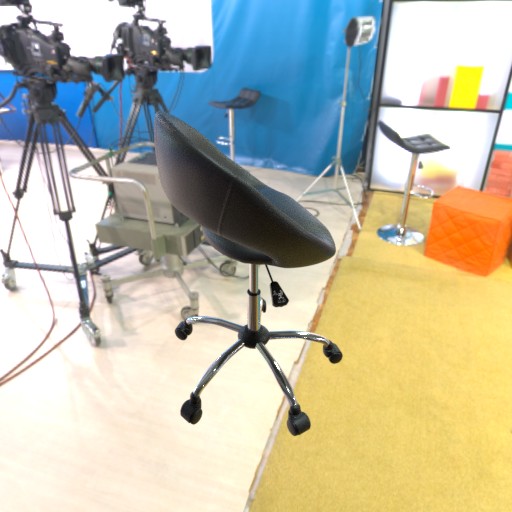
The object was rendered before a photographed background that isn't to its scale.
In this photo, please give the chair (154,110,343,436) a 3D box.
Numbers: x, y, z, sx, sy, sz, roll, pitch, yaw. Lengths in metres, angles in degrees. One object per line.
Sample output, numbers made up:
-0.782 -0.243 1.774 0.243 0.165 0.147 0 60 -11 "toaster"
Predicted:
0.000 0.000 1.226 0.538 0.791 0.612 -10 30 -17 "chair"
